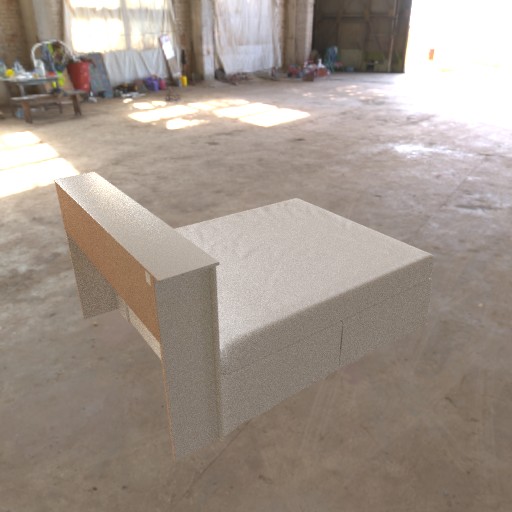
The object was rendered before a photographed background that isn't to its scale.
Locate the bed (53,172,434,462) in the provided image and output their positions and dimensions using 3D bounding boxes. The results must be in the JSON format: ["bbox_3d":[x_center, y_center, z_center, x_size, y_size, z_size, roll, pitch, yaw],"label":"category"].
[{"bbox_3d":[0.000,0.000,3.141,2.133,1.092,1.671,-18,32,-31],"label":"bed"}]
